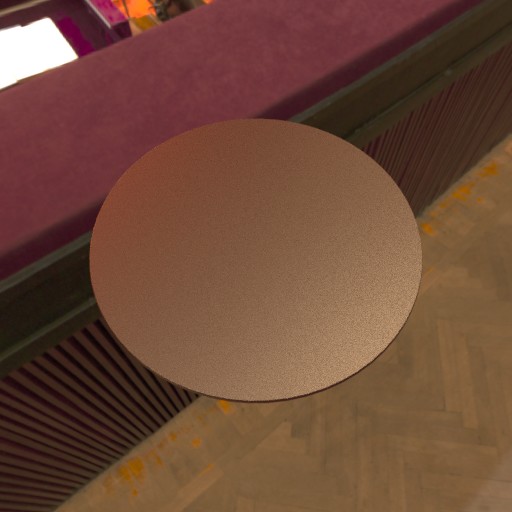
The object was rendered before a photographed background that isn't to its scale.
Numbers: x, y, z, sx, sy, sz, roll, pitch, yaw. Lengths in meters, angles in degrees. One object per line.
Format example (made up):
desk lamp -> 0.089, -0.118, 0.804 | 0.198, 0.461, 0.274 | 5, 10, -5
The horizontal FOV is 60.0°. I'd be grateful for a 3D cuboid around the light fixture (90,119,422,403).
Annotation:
light fixture -> 0.000, 0.000, 0.538 | 0.368, 0.100, 0.368 | 0, 59, 0
